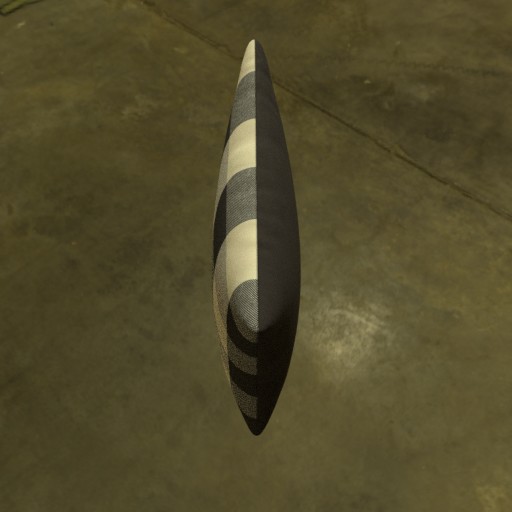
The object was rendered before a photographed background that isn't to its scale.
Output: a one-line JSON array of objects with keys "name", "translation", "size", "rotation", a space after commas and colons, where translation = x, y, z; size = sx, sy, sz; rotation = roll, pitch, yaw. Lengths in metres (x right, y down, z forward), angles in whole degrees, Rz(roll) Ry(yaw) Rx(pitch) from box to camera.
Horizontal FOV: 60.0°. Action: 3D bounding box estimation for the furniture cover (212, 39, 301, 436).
[{"name": "furniture cover", "translation": [0.000, 0.000, 0.790], "size": [0.161, 0.509, 0.511], "rotation": [0, 57, 0]}]
